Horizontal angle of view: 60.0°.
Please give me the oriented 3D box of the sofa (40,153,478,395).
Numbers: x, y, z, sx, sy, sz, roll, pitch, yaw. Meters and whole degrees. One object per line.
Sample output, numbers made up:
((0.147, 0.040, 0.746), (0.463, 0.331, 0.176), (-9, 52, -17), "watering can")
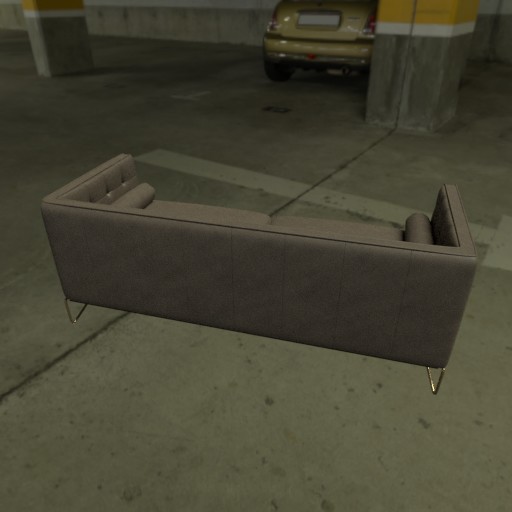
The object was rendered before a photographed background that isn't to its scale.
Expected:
((0.000, 0.000, 2.516), (2.087, 0.789, 0.867), (8, 32, 13), "sofa")
